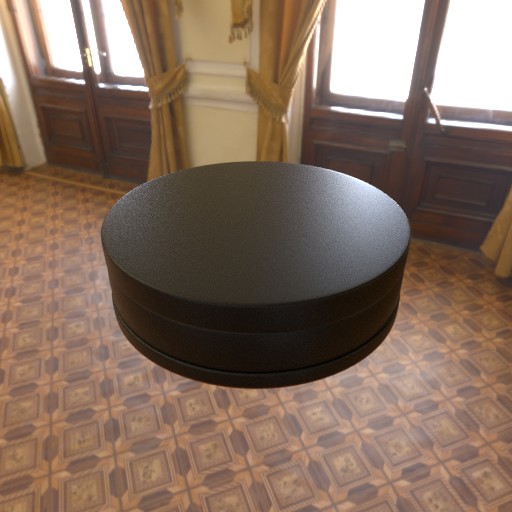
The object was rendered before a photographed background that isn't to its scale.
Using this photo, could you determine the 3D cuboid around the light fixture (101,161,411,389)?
[{"bbox_3d":[0.000,0.000,0.442,0.283,0.097,0.283,0,32,0],"label":"light fixture"}]
